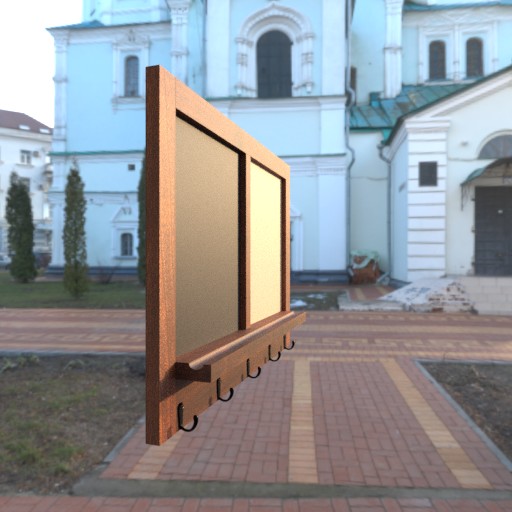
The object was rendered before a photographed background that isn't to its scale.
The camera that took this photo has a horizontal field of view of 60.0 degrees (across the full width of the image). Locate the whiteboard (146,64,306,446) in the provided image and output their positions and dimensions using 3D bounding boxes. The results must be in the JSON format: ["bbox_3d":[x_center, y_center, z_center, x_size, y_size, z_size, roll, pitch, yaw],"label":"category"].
[{"bbox_3d":[0.000,0.000,0.999,0.083,0.553,0.768,0,0,19],"label":"whiteboard"}]
